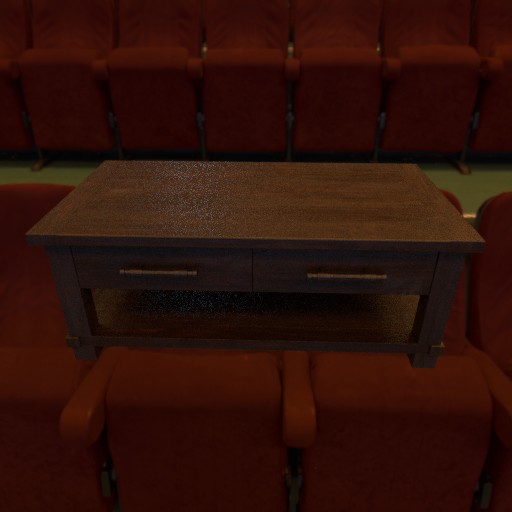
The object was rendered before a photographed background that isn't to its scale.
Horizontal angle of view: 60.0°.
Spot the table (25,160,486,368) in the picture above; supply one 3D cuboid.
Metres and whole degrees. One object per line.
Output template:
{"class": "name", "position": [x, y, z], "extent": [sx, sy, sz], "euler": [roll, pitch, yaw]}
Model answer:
{"class": "table", "position": [0.000, 0.000, 1.628], "extent": [1.270, 0.494, 0.700], "euler": [1, 29, 2]}
